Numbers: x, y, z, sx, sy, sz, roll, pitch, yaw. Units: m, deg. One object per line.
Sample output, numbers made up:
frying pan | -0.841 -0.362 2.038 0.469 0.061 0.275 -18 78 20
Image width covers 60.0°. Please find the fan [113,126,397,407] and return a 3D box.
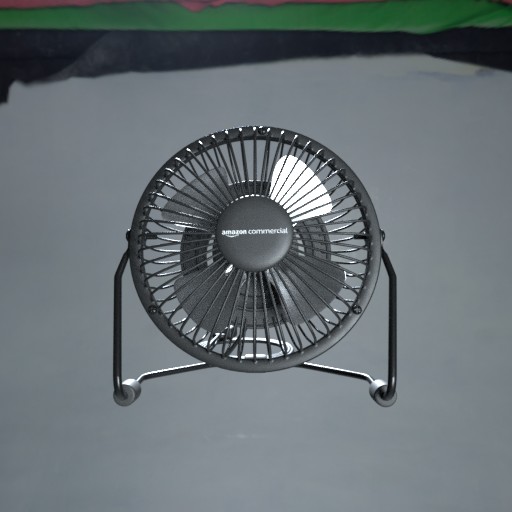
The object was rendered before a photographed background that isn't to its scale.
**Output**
fan | 0.000 0.000 0.310 0.153 0.152 0.202 0 1 0
